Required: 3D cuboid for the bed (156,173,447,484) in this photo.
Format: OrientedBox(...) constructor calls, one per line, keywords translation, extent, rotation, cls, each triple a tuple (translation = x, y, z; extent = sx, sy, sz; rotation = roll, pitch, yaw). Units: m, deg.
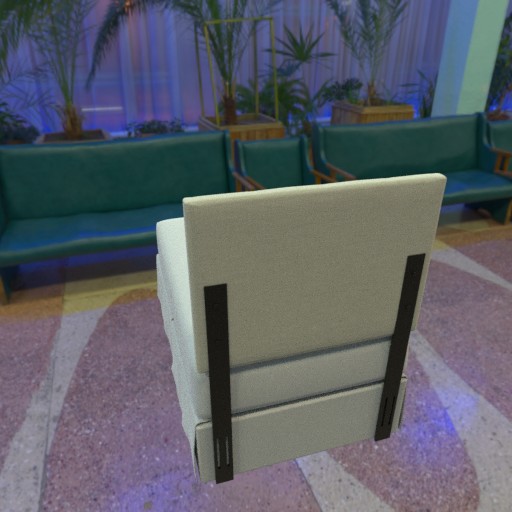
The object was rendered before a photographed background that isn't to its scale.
OrientedBox(translation=(0.000, 0.000, 2.941), extent=(1.261, 1.571, 1.997), rotation=(-8, 28, -15), cls="bed")
